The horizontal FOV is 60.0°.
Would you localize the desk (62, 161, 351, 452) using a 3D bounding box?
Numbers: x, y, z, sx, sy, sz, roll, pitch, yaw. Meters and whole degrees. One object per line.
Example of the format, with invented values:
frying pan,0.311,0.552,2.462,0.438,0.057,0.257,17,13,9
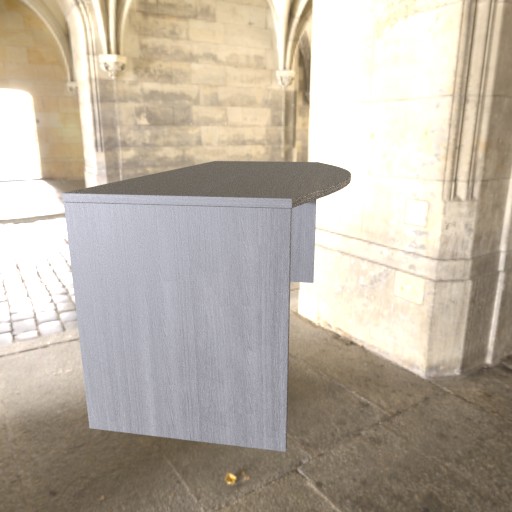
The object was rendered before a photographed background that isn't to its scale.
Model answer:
desk,0.000,0.000,2.010,0.802,0.750,1.600,3,15,10
